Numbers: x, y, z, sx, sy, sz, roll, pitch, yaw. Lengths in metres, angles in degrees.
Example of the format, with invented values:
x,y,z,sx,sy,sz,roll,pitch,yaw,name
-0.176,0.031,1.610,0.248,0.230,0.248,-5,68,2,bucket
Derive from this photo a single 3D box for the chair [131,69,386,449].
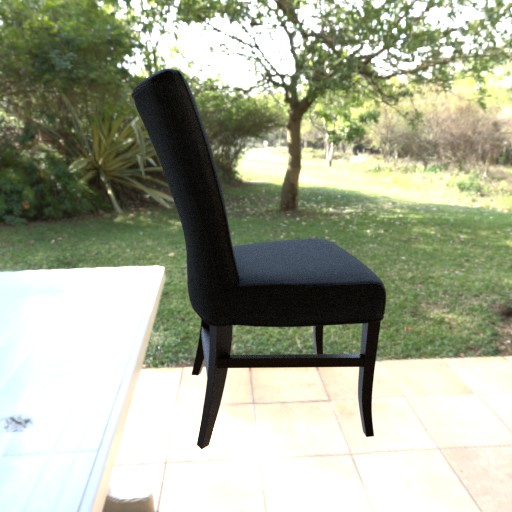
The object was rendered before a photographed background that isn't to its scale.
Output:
x,y,z,sx,sy,sz,roll,pitch,yaw,name
0.000,0.000,1.343,0.660,0.991,0.520,-3,16,-10,chair
